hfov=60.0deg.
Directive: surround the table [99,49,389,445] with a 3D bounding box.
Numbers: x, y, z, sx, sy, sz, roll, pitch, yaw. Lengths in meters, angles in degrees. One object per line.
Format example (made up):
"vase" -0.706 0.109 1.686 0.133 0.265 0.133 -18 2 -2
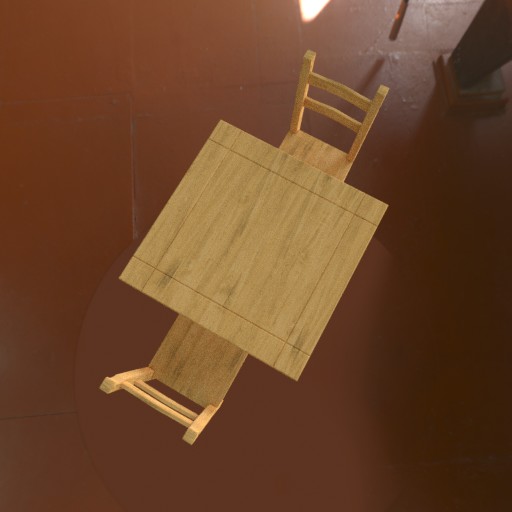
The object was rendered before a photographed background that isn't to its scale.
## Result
"table" 0.000 0.000 2.070 0.813 0.942 1.501 29 78 7
